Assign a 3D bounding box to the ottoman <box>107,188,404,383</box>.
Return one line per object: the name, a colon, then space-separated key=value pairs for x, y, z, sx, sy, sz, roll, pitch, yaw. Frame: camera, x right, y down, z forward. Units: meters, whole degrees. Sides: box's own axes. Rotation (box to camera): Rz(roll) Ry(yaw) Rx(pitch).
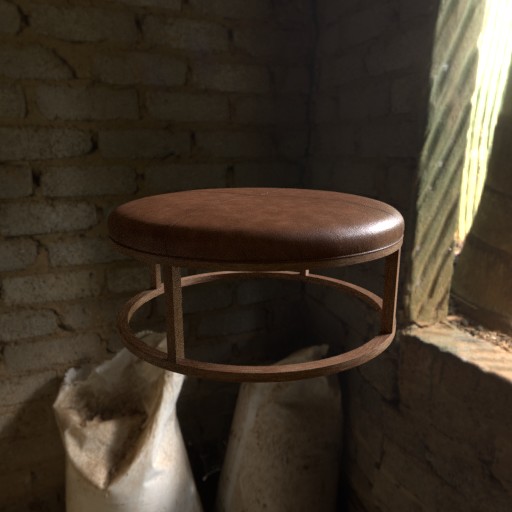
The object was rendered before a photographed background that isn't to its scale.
ottoman: x=0.000 y=0.000 z=1.604 sx=1.006 sy=0.445 sz=1.006 roll=0 pitch=14 yaw=0
